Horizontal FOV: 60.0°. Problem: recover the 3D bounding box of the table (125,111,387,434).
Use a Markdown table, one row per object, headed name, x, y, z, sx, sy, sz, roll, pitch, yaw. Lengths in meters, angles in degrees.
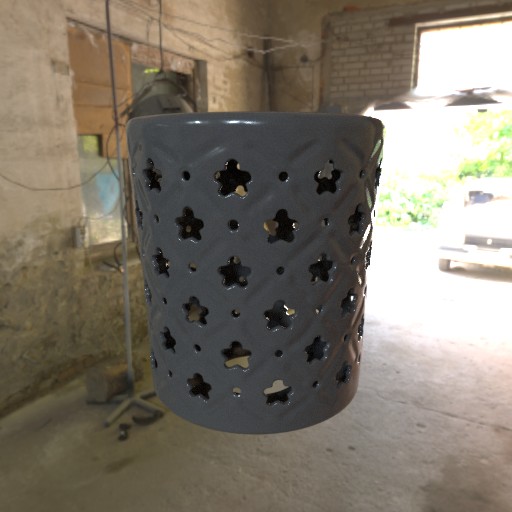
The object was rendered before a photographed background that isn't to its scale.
| name | x | y | z | sx | sy | sz | roll | pitch | yaw |
| --- | --- | --- | --- | --- | --- | --- | --- | --- | --- |
| table | 0.000 | 0.000 | 0.657 | 0.352 | 0.387 | 0.352 | 0 | 13 | 0 |
